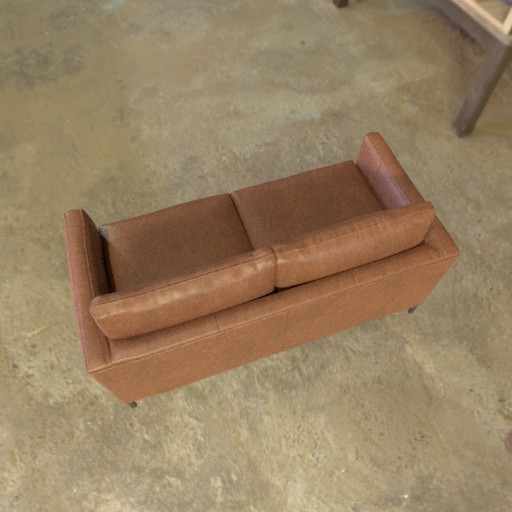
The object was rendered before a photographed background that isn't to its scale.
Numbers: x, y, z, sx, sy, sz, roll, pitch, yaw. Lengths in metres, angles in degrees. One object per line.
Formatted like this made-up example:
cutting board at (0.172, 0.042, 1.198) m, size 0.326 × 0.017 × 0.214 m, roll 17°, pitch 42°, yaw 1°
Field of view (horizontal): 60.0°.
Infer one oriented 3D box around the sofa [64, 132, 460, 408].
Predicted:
sofa at (0.000, 0.000, 2.352) m, size 1.797 × 0.883 × 0.899 m, roll -17°, pitch 60°, yaw -10°
